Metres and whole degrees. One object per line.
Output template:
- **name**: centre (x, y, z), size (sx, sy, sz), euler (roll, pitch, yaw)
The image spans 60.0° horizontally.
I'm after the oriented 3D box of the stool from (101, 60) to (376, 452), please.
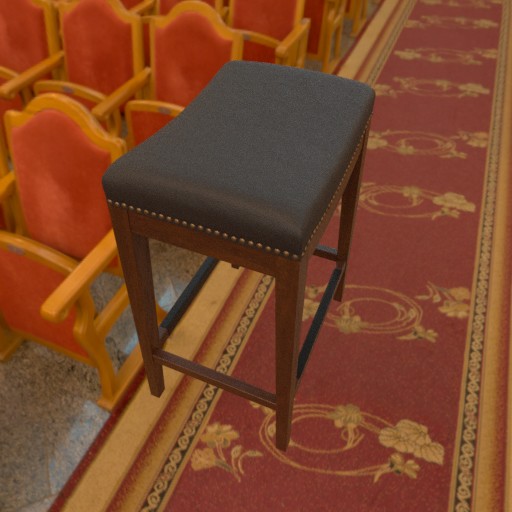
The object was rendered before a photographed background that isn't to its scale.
- **stool**: centre (0.000, 0.000, 0.963), size (0.353, 0.664, 0.490), euler (17, 48, 16)
